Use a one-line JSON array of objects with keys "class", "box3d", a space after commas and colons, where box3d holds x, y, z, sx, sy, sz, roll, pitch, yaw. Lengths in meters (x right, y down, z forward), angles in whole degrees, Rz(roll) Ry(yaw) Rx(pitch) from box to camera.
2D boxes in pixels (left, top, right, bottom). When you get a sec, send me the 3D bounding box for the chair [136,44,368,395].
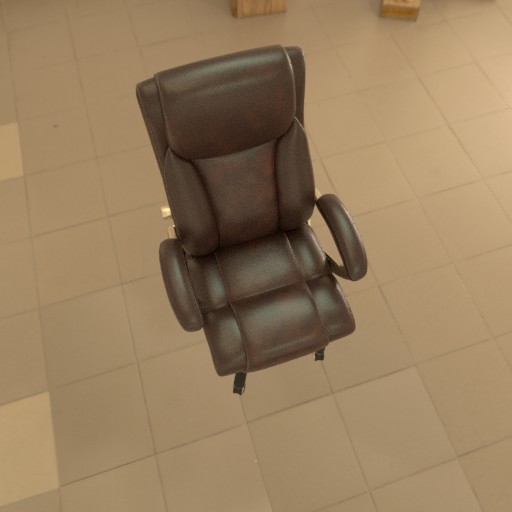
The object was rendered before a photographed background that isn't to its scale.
[{"class": "chair", "box3d": [0.000, 0.000, 1.614, 0.692, 1.194, 0.749, -17, 66, -7]}]
